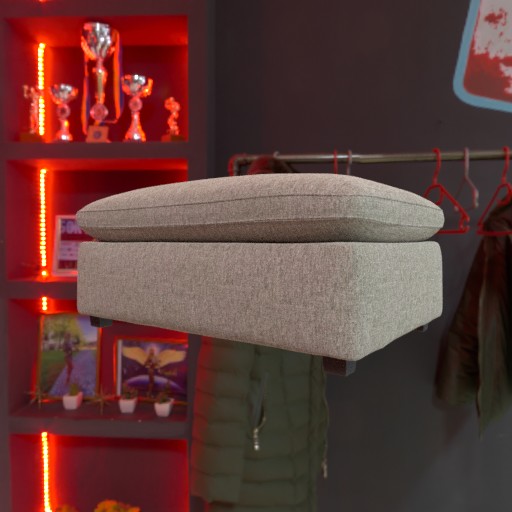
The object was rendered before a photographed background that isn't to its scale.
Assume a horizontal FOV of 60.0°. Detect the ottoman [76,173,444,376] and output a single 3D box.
[{"bbox_3d":[0.000,0.000,1.378,0.977,0.451,0.694,2,3,36],"label":"ottoman"}]
